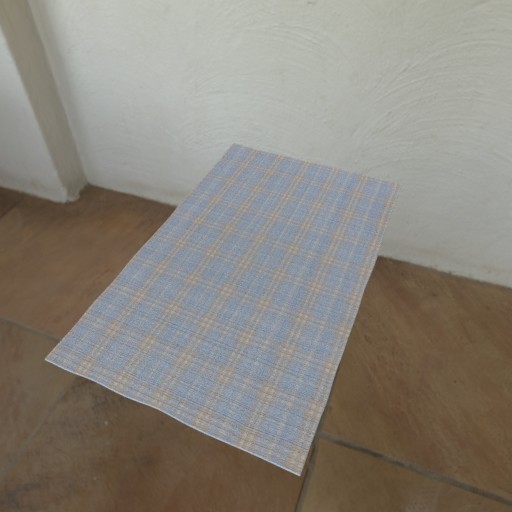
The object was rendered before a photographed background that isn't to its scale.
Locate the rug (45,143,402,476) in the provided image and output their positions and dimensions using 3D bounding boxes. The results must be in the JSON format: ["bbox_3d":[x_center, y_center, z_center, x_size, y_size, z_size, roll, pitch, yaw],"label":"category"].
[{"bbox_3d":[0.000,0.000,3.072,1.545,0.016,2.460,18,49,16],"label":"rug"}]
